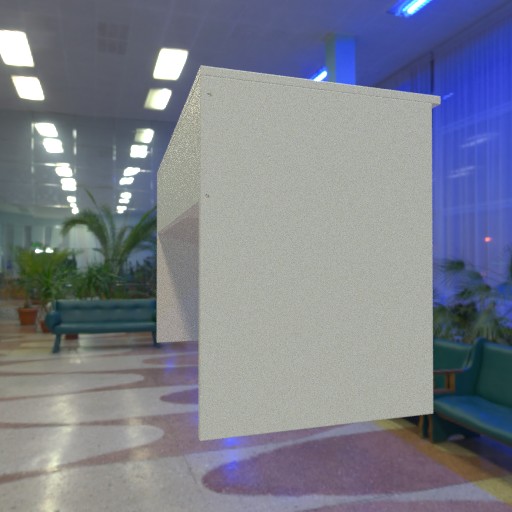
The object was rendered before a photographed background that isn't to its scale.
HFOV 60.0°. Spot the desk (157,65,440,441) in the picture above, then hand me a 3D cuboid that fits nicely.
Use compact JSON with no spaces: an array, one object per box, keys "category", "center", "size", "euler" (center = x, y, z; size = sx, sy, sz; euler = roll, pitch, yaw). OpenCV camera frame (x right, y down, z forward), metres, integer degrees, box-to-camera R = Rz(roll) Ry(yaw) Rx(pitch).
[{"category":"desk","center":[0.000,0.000,1.468],"size":[0.560,0.730,1.100],"euler":[0,-1,-17]}]
